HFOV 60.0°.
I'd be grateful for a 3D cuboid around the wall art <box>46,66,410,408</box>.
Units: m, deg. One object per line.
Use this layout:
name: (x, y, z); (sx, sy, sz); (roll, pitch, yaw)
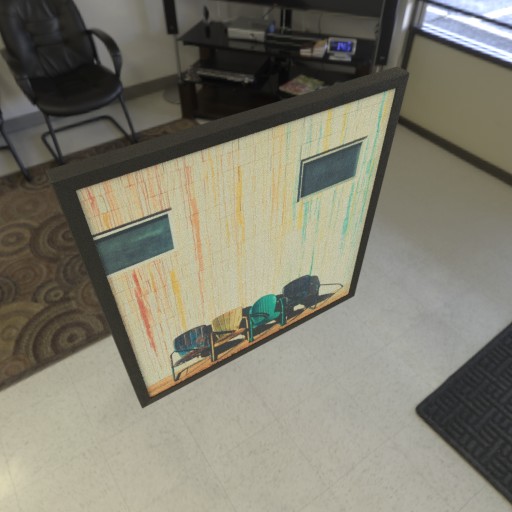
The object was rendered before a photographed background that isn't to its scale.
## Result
wall art: (0.000, 0.000, 1.105); (0.763, 0.763, 0.039); (-24, 50, -22)
